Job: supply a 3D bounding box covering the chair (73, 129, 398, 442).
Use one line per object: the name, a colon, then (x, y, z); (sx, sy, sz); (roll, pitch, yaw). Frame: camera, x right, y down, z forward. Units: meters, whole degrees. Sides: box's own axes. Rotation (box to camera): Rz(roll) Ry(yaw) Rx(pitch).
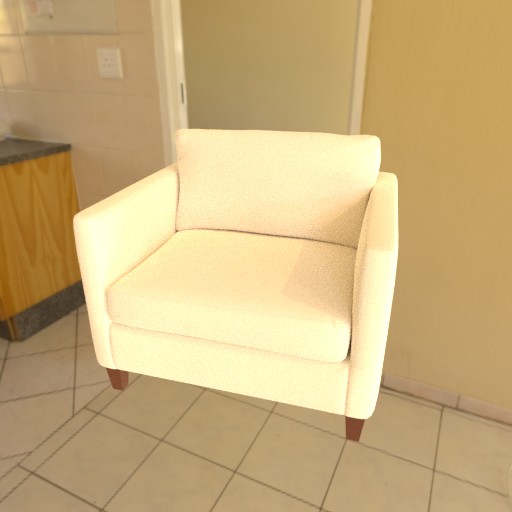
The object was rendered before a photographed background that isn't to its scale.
chair: (0.000, 0.000, 1.732); (1.019, 0.885, 0.878); (7, 26, 14)
